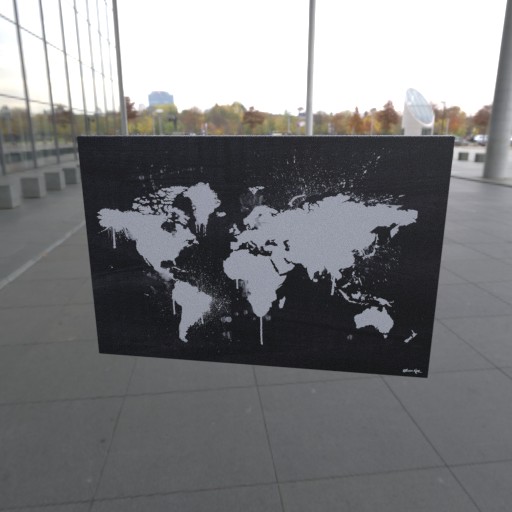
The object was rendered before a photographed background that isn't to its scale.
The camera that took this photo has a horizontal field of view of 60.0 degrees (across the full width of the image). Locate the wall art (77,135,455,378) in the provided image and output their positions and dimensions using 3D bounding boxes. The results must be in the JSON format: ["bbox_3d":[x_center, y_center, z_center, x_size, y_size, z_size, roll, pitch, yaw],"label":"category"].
[{"bbox_3d":[0.000,0.000,0.779,0.610,0.409,0.038,2,15,8],"label":"wall art"}]
